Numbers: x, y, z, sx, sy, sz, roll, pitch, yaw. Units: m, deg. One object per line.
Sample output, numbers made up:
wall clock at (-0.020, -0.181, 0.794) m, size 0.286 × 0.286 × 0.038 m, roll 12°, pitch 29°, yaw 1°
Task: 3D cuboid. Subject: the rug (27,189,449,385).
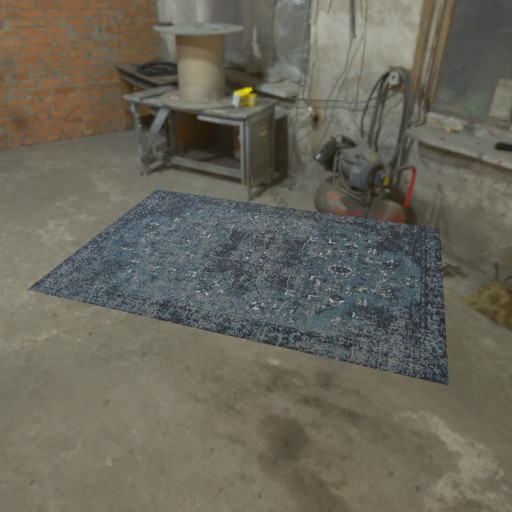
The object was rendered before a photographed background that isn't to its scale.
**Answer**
rug at (0.000, 0.000, 2.296) m, size 1.828 × 0.005 × 1.219 m, roll 10°, pitch 33°, yaw 15°
